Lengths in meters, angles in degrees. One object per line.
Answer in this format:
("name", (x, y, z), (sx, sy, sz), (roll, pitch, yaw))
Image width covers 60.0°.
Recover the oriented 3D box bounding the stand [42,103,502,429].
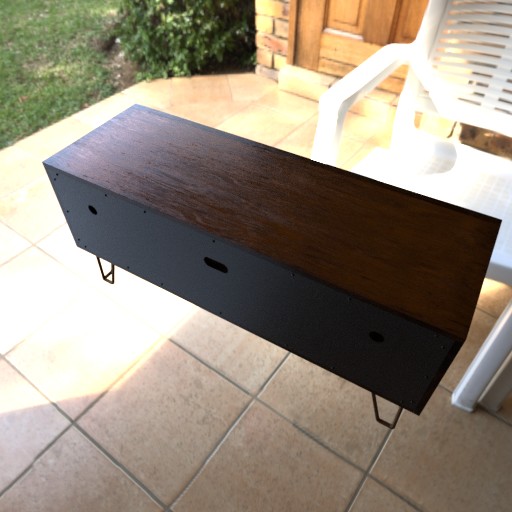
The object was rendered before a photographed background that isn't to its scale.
("stand", (0.000, 0.000, 1.597), (1.372, 0.610, 0.481), (23, 50, 20))
